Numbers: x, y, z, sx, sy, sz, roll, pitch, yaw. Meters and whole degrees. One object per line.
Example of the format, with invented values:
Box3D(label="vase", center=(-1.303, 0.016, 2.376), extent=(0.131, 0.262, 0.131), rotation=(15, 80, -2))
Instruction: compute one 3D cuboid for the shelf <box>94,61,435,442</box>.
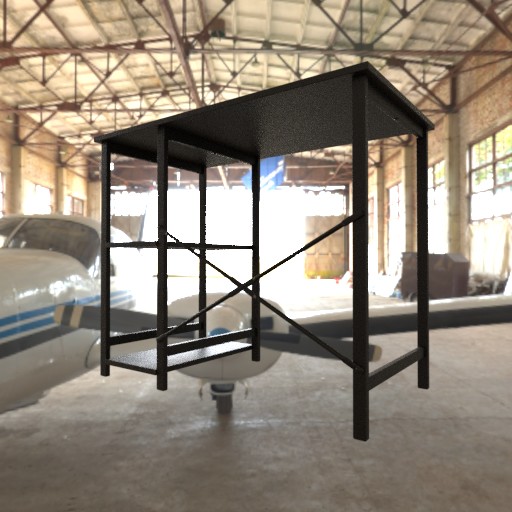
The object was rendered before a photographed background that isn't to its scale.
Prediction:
Box3D(label="shelf", center=(0.000, 0.000, 1.325), extent=(0.902, 0.749, 0.498), rotation=(-1, -1, 36))
